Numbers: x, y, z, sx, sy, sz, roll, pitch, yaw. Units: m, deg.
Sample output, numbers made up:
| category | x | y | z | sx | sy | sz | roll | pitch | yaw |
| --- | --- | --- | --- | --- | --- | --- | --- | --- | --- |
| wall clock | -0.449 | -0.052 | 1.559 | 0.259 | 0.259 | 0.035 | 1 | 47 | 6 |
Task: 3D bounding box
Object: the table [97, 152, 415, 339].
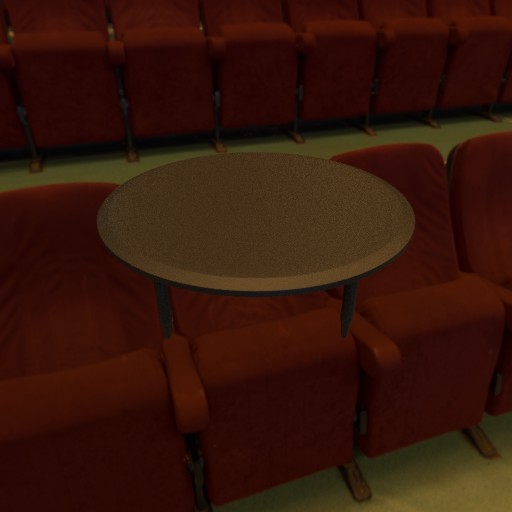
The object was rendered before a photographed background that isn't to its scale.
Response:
| category | x | y | z | sx | sy | sz | roll | pitch | yaw |
| --- | --- | --- | --- | --- | --- | --- | --- | --- | --- |
| table | 0.000 | 0.000 | 1.409 | 0.900 | 0.400 | 0.900 | 0 | 31 | 0 |
